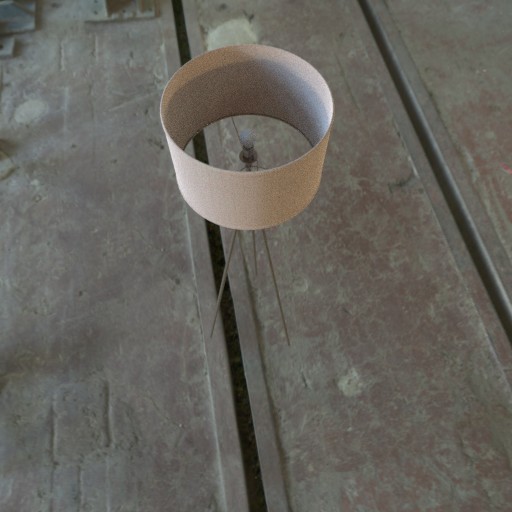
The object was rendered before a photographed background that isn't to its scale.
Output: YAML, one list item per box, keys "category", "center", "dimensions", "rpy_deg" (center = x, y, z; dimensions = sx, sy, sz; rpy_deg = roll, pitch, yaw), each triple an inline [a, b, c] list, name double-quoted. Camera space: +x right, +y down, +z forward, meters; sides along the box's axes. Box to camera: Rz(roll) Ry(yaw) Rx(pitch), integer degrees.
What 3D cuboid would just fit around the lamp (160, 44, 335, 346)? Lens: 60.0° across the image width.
- category: "lamp"
  center: [0.000, 0.000, 1.721]
  dimensions: [0.460, 1.545, 0.449]
  rpy_deg: [31, 68, 15]
